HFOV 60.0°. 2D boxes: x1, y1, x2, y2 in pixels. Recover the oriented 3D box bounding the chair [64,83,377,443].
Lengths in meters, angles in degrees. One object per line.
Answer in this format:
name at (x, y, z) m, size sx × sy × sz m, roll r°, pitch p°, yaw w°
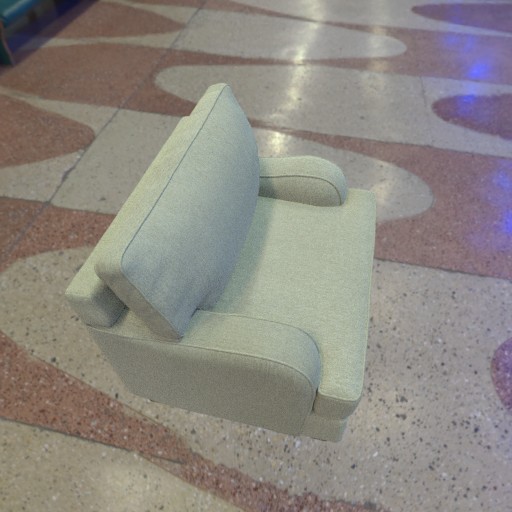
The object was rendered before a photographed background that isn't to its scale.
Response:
chair at (0.000, 0.000, 1.988) m, size 1.041 × 1.016 × 1.220 m, roll 10°, pitch 48°, yaw 9°
